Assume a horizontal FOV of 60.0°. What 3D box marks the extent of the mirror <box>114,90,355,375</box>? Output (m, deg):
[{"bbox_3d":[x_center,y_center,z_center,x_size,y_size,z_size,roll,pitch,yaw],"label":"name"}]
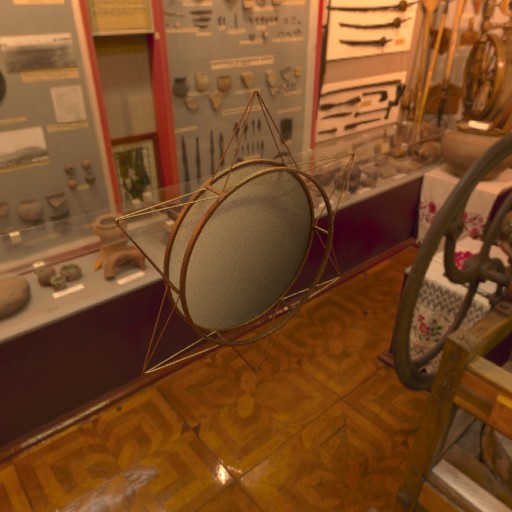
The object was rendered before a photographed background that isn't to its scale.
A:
[{"bbox_3d":[0.000,0.000,0.817,0.498,0.581,0.062,-22,37,-32],"label":"mirror"}]
